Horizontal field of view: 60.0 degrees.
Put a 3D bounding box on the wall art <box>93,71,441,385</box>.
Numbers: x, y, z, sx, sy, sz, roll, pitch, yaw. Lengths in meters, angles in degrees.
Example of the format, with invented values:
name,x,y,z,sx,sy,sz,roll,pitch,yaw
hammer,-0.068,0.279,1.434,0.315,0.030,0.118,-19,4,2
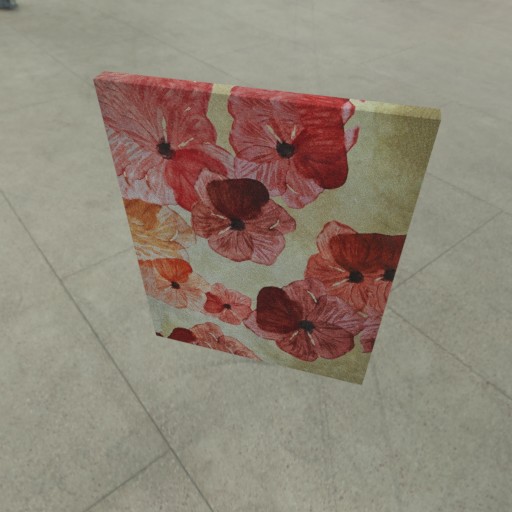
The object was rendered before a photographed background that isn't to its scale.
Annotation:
name,x,y,z,sx,sy,sz,roll,pitch,yaw
wall art,0.000,0.000,0.680,0.406,0.508,0.028,11,44,12
